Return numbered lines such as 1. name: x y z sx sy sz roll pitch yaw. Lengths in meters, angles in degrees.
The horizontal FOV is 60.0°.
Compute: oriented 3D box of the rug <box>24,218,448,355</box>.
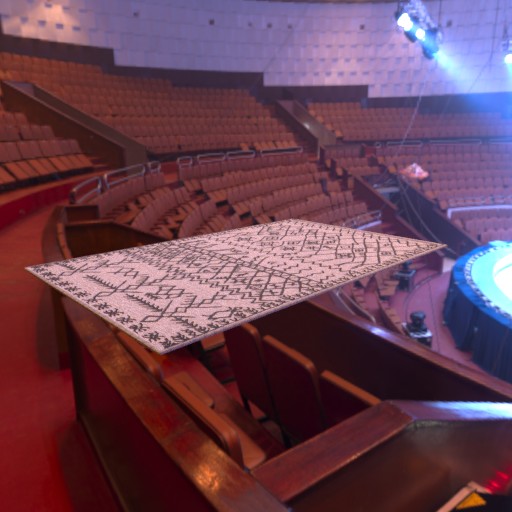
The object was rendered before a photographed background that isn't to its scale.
1. rug: 0.000 0.000 2.973 2.444 0.012 1.526 -14 20 -42
